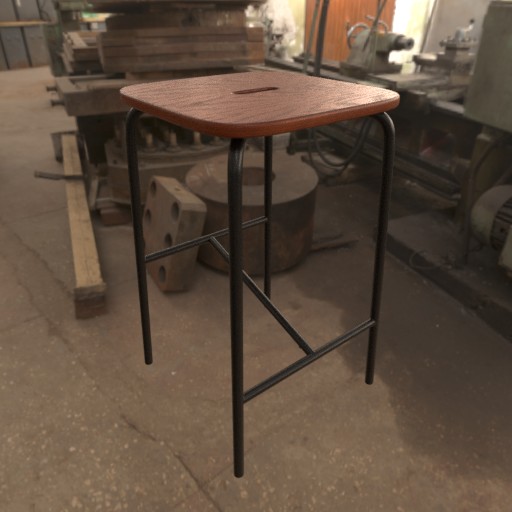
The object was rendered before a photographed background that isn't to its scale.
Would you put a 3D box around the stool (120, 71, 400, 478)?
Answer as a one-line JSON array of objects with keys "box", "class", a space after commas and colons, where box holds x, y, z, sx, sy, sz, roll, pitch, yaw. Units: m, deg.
[{"box": [0.000, 0.000, 0.860, 0.376, 0.610, 0.376, -21, 36, -32], "class": "stool"}]
